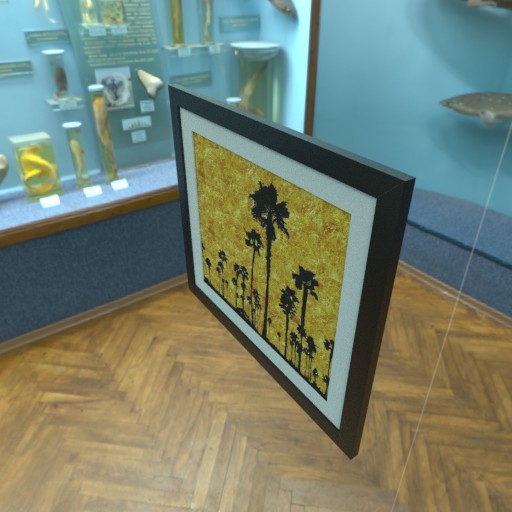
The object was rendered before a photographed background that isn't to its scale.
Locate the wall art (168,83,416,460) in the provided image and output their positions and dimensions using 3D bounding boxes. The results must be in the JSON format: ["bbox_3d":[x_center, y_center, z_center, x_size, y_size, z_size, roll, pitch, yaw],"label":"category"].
[{"bbox_3d":[0.000,0.000,0.535,0.012,0.332,0.383,-21,38,-29],"label":"wall art"}]
